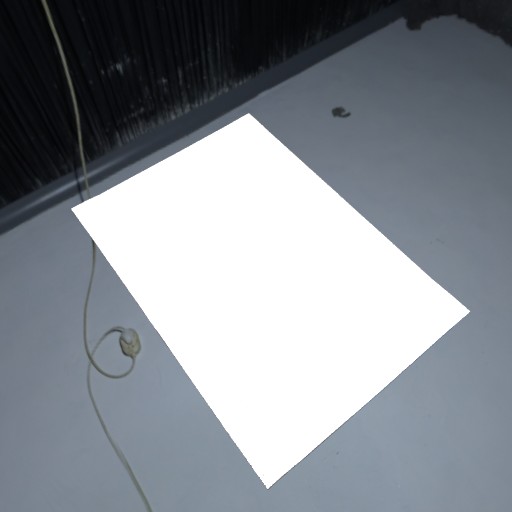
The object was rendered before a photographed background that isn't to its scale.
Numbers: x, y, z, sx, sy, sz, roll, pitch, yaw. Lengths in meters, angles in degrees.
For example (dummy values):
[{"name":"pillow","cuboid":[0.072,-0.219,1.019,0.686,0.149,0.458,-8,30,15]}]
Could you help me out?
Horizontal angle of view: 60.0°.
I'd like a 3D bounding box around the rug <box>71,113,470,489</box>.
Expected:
[{"name":"rug","cuboid":[0.000,0.000,3.737,2.032,0.038,2.869,-33,64,-19]}]
